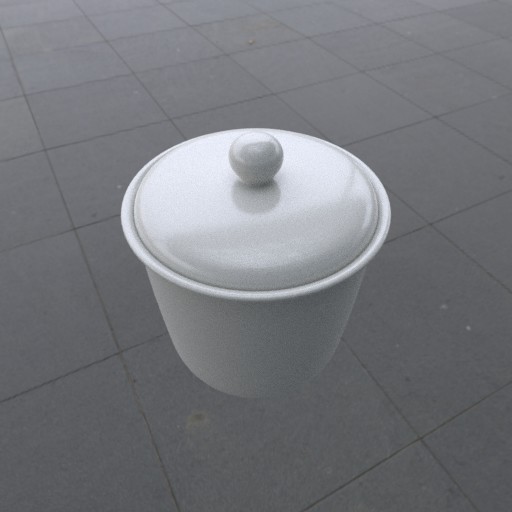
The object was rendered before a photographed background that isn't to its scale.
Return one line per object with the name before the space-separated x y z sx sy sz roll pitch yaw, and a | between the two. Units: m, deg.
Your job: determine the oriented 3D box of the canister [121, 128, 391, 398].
canister | 0.000 0.000 0.346 0.182 0.208 0.182 0 45 0
